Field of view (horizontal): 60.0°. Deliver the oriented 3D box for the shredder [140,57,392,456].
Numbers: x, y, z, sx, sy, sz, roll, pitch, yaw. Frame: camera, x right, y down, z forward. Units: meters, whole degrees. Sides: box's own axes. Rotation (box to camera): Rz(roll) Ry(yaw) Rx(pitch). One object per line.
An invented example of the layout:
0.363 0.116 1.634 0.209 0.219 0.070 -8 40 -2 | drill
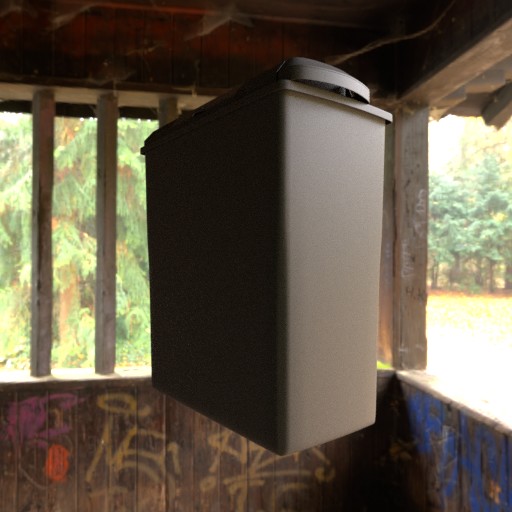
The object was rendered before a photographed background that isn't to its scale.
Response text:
0.000 0.000 0.512 0.170 0.335 0.320 0 -1 -38 | shredder
